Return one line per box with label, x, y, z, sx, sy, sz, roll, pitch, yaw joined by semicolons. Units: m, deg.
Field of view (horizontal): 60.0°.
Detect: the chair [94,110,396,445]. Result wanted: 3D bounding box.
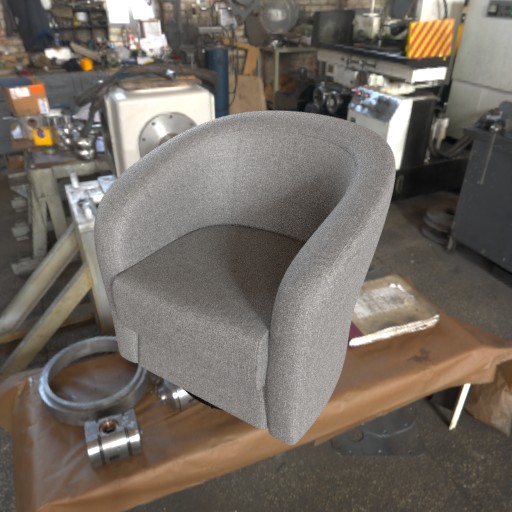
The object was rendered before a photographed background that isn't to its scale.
chair;0.000;0.000;1.464;0.791;0.771;0.815;18;36;27
